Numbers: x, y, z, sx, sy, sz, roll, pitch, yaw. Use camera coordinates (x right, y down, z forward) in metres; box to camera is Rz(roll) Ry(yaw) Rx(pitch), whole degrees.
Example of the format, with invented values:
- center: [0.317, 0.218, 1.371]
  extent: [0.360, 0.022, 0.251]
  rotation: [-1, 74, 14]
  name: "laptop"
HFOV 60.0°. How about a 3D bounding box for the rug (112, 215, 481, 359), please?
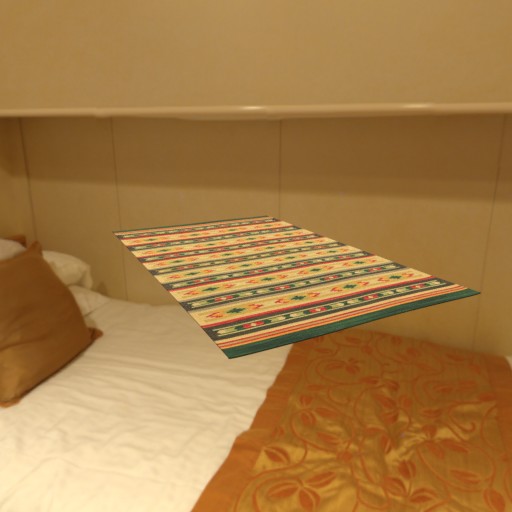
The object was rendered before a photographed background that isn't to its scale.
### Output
- center: [0.000, 0.000, 3.122]
  extent: [1.520, 0.011, 2.447]
  rotation: [-8, 18, -26]
  name: "rug"
